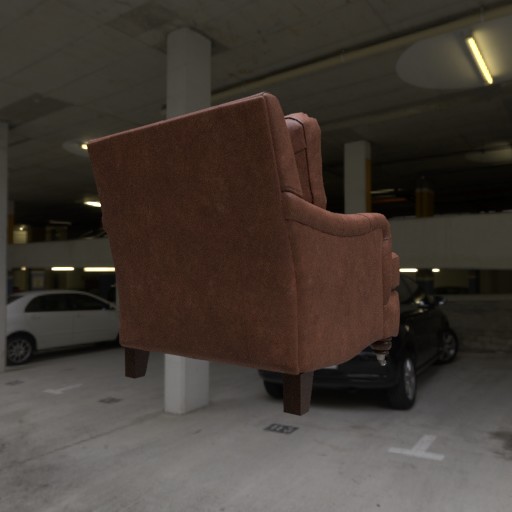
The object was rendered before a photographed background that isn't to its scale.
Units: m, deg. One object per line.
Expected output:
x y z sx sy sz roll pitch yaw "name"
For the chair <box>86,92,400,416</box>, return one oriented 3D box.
0.000 0.000 1.988 0.986 1.055 1.158 -1 -2 36 "chair"
